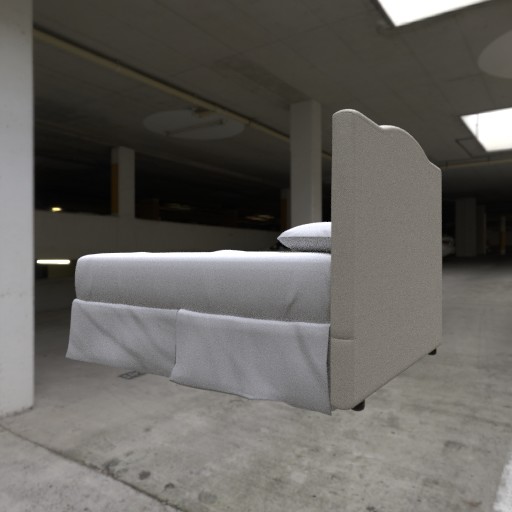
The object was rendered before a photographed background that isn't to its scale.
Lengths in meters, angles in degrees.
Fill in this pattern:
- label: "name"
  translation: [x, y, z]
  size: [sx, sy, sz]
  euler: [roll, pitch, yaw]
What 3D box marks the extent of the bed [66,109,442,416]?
- label: "bed"
  translation: [0.000, 0.000, 3.212]
  size: [2.196, 1.449, 1.741]
  euler: [0, 0, 35]
